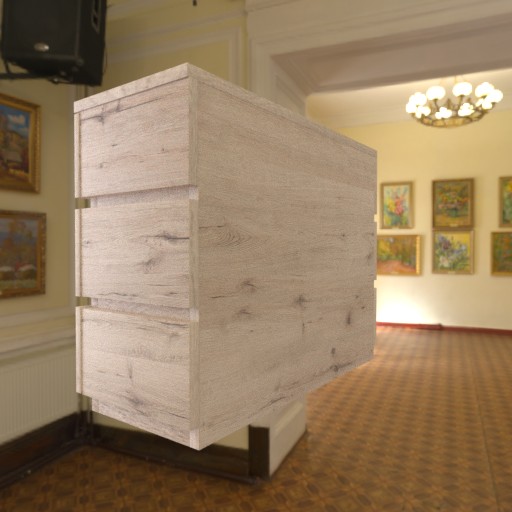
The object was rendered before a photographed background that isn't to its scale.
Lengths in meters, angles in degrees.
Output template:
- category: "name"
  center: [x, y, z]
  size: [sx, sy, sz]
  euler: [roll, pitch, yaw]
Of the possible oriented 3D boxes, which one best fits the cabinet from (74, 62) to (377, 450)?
- category: "cabinet"
  center: [0.000, 0.000, 1.464]
  size: [0.420, 0.820, 1.040]
  euler: [1, 1, 37]
